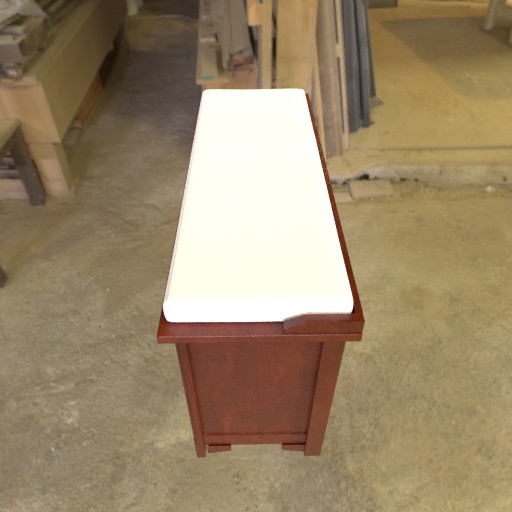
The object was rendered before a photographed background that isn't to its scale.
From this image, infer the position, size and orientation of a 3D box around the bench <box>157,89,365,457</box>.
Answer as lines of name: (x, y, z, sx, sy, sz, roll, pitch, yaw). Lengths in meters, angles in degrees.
bench: (0.000, 0.000, 1.332, 0.369, 0.646, 0.987, -1, 43, -1)
